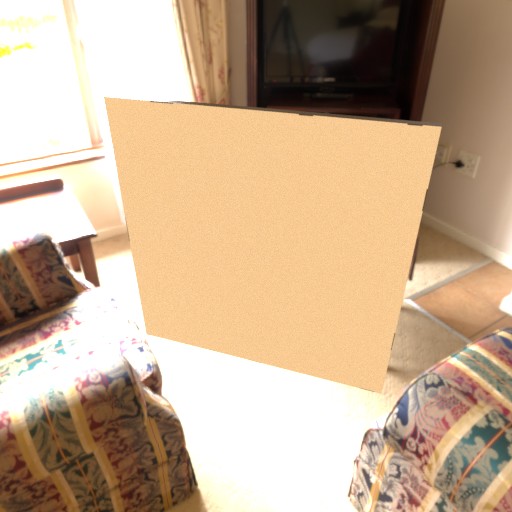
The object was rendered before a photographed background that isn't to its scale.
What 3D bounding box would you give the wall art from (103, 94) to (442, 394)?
[{"bbox_3d":[0.000,0.000,0.683,0.446,0.445,0.014,11,34,16],"label":"wall art"}]
